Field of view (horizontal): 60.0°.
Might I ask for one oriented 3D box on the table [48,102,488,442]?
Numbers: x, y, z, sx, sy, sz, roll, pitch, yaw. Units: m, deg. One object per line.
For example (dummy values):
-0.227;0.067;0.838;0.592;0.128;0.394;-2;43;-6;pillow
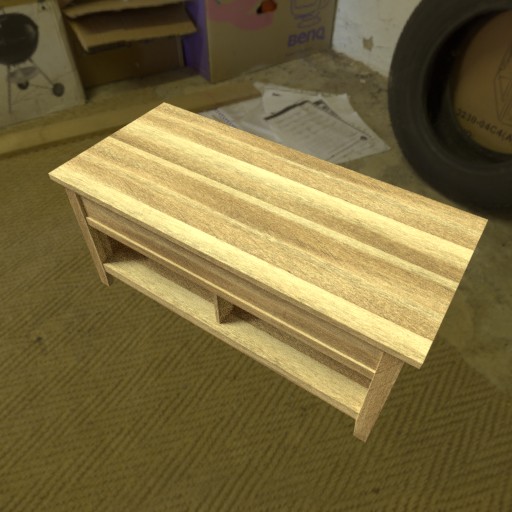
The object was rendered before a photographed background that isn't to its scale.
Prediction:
0.000;0.000;1.371;1.095;0.480;0.493;26;52;22;table
